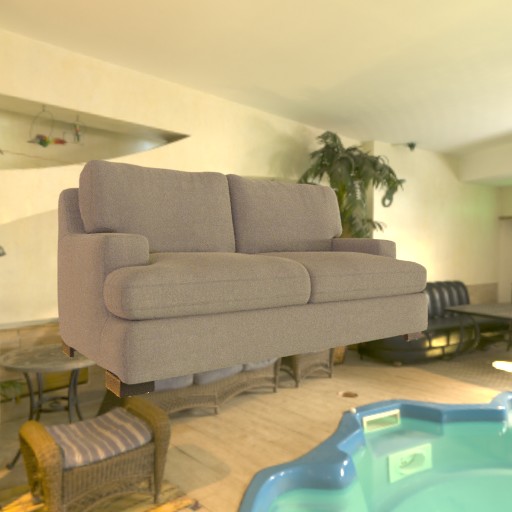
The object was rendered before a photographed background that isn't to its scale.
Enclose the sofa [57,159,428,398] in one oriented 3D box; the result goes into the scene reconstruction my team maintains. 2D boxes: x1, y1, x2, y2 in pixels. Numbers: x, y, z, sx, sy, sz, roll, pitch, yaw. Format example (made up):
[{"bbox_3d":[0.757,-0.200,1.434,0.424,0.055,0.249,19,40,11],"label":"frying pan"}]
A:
[{"bbox_3d":[0.000,0.000,2.415,1.855,0.980,0.962,-1,1,-36],"label":"sofa"}]
